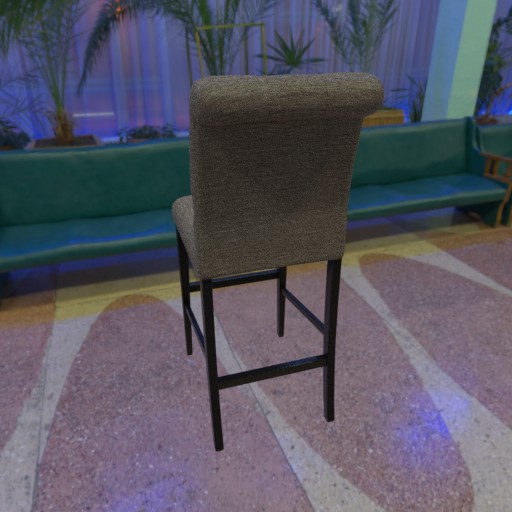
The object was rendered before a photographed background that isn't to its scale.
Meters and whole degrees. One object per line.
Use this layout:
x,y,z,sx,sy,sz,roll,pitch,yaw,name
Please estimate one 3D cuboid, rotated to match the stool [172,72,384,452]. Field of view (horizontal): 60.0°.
0.000,0.000,1.439,0.452,1.131,0.613,-8,28,-16,stool
